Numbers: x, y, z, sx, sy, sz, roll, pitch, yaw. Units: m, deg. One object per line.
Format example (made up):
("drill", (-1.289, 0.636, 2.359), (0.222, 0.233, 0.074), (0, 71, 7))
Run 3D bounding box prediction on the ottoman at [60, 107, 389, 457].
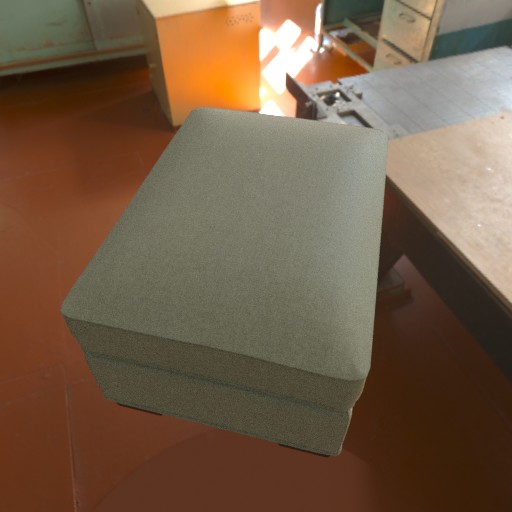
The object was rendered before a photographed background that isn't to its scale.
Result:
("ottoman", (0.000, 0.000, 1.237), (0.619, 0.504, 0.843), (10, 48, 9))
